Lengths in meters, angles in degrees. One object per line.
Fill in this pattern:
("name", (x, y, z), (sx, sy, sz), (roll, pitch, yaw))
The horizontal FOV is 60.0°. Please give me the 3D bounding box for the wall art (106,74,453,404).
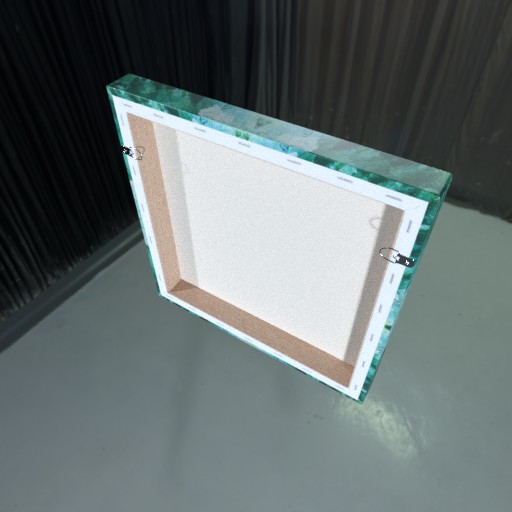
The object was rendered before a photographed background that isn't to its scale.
("wall art", (0.000, 0.000, 0.477), (0.313, 0.313, 0.033), (24, 51, 21))
